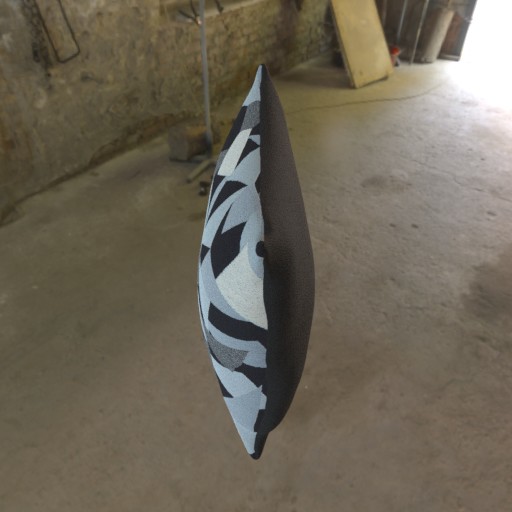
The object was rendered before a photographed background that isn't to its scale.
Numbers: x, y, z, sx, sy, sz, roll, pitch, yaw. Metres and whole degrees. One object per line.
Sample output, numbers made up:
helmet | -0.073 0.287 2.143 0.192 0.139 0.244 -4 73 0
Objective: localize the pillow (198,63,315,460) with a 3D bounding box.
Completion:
pillow | 0.000 0.000 0.778 0.208 0.496 0.503 1 42 1
